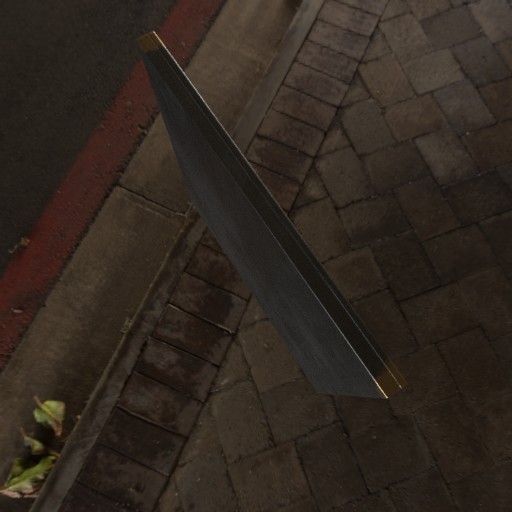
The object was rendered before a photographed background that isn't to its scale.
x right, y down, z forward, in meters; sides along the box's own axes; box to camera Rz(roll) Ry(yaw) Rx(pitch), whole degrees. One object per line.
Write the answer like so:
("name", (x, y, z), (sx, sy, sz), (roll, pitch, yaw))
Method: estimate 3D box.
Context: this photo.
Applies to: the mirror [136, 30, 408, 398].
("mirror", (0.000, 0.000, 0.552), (0.020, 0.381, 0.382), (-32, 76, -9))
